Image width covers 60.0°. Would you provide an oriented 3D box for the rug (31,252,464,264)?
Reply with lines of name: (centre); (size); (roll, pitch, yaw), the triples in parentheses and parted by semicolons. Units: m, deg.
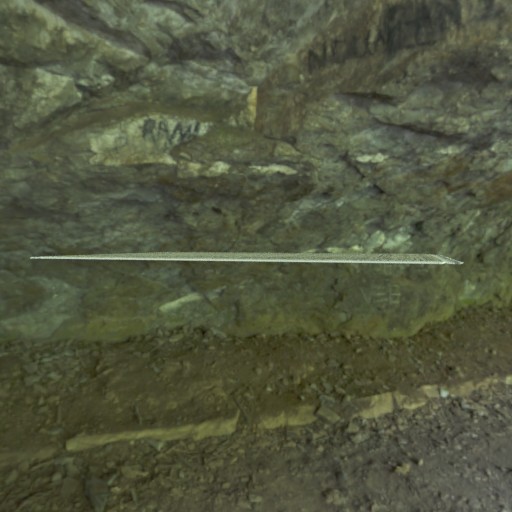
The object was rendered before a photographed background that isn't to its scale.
rug: (0.000, 0.000, 3.093); (2.486, 0.013, 1.548); (1, 2, 19)
